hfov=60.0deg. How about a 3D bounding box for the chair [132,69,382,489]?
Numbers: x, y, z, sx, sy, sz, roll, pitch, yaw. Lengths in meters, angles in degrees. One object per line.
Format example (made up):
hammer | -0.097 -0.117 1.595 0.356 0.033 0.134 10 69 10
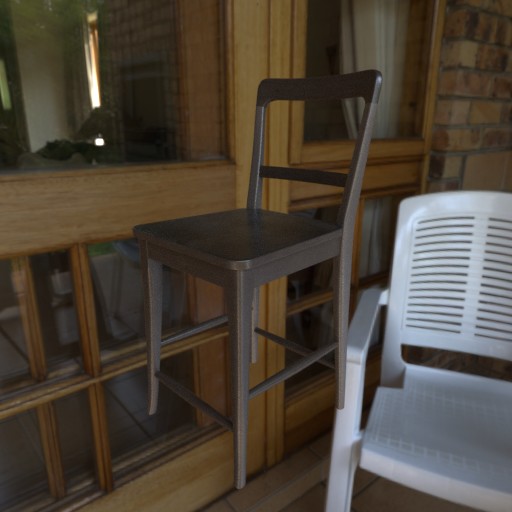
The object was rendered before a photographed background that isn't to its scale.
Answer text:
chair | 0.000 0.000 1.261 0.546 0.991 0.450 -16 23 -42
